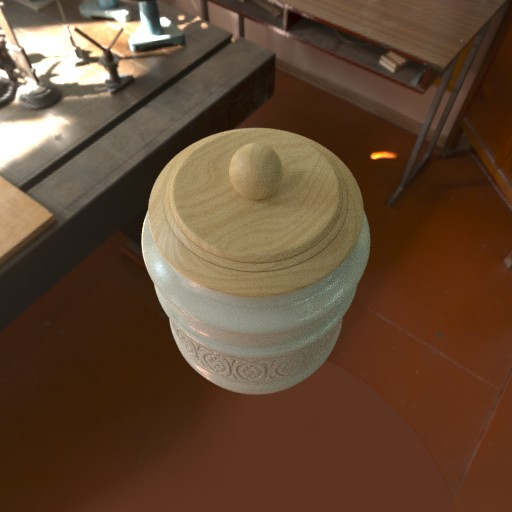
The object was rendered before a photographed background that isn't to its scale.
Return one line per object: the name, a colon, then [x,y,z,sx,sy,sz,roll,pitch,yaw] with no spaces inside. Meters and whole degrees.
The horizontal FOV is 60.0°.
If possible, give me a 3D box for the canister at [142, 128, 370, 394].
canister: [0.000,0.000,0.278,0.130,0.176,0.130,0,57,0]
